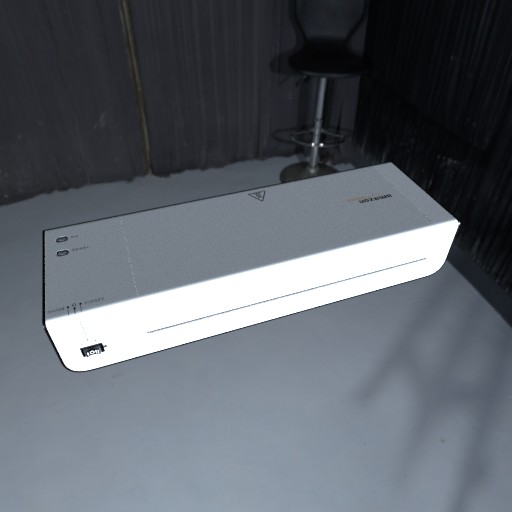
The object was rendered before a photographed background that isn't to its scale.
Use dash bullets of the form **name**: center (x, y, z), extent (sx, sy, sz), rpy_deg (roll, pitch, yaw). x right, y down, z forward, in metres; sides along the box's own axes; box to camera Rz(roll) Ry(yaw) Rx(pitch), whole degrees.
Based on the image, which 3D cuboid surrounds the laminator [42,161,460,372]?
- **laminator**: center (0.000, 0.000, 0.395), extent (0.340, 0.062, 0.123), rpy_deg (-13, 44, -14)
